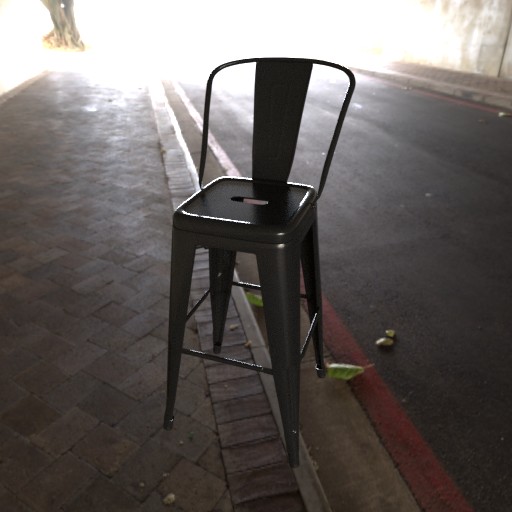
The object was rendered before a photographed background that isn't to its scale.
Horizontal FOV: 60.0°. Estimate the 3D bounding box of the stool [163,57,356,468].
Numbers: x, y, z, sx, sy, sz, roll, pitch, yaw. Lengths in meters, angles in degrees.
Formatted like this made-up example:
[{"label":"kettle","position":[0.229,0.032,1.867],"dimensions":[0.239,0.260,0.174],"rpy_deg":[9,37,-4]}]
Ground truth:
[{"label":"stool","position":[0.000,0.000,1.282],"dimensions":[0.432,1.022,0.528],"rpy_deg":[9,29,17]}]
